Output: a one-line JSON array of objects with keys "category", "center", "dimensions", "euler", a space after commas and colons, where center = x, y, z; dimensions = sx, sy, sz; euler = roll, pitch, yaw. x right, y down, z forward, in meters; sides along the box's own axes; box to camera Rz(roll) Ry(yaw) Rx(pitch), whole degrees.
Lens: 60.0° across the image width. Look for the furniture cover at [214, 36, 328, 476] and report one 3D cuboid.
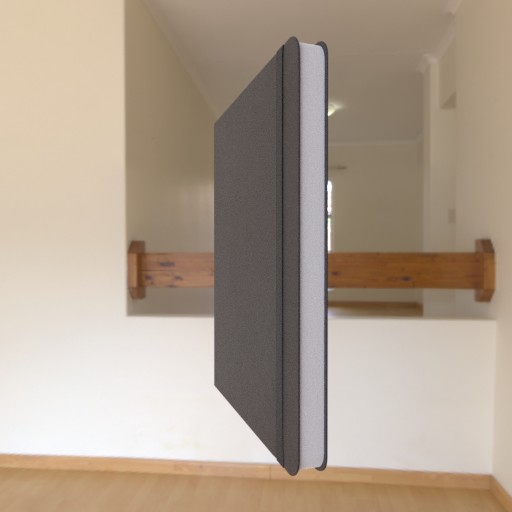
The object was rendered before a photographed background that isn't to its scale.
[{"category": "furniture cover", "center": [0.000, 0.000, 0.377], "dimensions": [0.023, 0.281, 0.216], "euler": [0, 1, -19]}]
